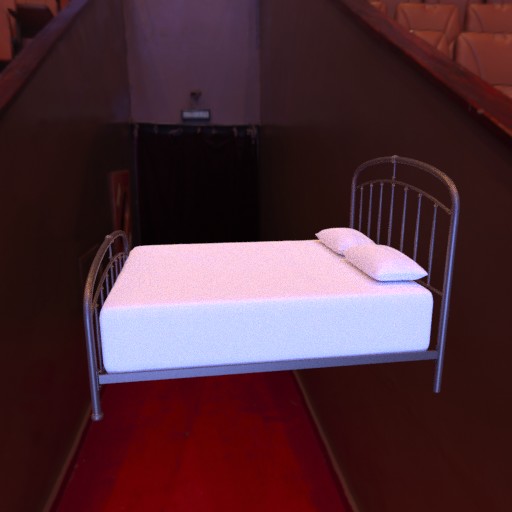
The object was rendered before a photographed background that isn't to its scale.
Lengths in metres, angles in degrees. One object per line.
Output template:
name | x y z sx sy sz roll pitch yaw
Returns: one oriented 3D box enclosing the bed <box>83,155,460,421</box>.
bed | 0.000 0.000 3.331 2.168 1.475 1.711 -2 14 -8
